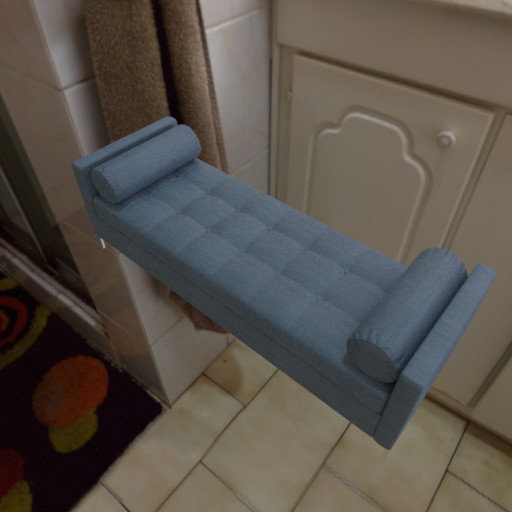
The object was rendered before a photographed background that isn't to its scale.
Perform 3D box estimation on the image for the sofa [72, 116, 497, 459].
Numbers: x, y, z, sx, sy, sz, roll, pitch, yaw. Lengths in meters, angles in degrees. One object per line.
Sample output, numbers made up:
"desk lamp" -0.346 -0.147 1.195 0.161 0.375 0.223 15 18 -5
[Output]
"sofa" 0.000 0.000 2.255 1.981 0.635 0.686 31 53 27
